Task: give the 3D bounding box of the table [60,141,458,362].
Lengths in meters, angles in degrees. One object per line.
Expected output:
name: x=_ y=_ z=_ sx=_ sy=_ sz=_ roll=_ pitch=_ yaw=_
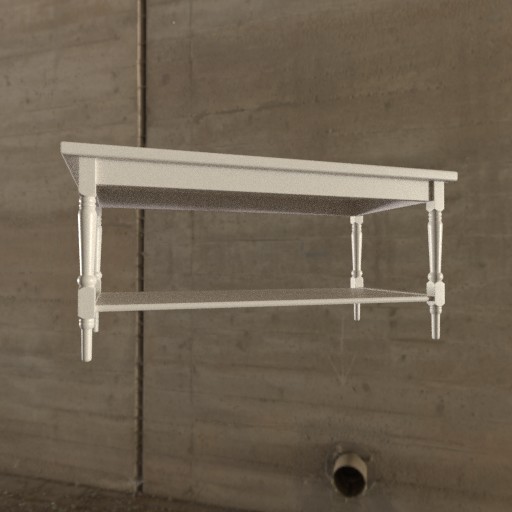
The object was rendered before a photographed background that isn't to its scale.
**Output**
table: x=0.000 y=0.000 z=1.432 sx=1.107 sy=0.510 sz=0.550 roll=0 pitch=-1 yaw=-18
